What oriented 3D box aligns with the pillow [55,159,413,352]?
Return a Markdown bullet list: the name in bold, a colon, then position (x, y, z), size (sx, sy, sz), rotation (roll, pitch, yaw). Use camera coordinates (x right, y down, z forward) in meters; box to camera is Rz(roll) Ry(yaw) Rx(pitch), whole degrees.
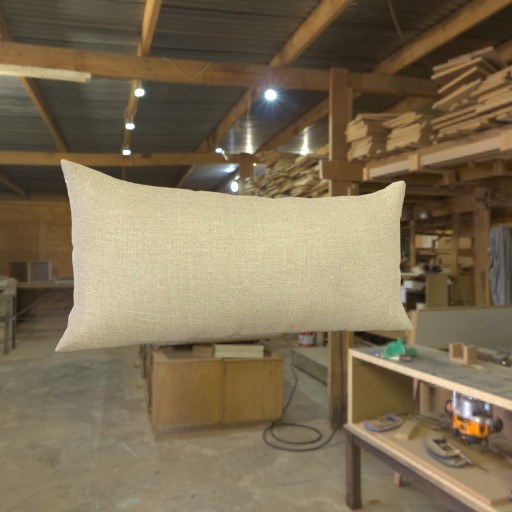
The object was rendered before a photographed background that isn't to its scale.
- **pillow**: position (0.000, 0.000, 0.759), size (0.631, 0.290, 0.148), rotation (0, 0, -18)
